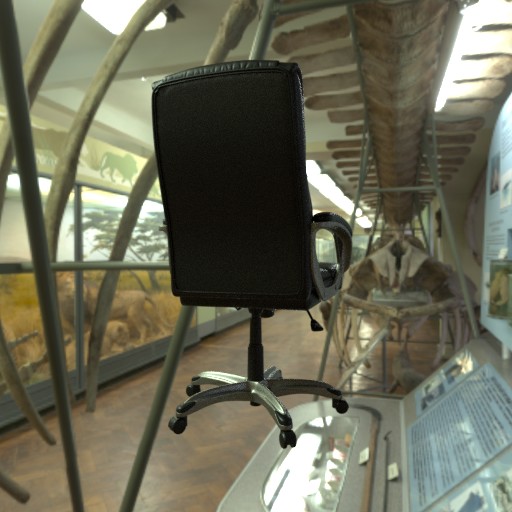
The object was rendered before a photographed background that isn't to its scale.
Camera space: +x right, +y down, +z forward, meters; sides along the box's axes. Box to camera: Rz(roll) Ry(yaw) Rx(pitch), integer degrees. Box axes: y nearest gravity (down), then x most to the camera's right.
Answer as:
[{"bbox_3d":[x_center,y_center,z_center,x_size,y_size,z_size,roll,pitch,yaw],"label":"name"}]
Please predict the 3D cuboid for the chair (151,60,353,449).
[{"bbox_3d":[0.000,0.000,1.642,0.663,1.155,0.739,0,0,18],"label":"chair"}]
